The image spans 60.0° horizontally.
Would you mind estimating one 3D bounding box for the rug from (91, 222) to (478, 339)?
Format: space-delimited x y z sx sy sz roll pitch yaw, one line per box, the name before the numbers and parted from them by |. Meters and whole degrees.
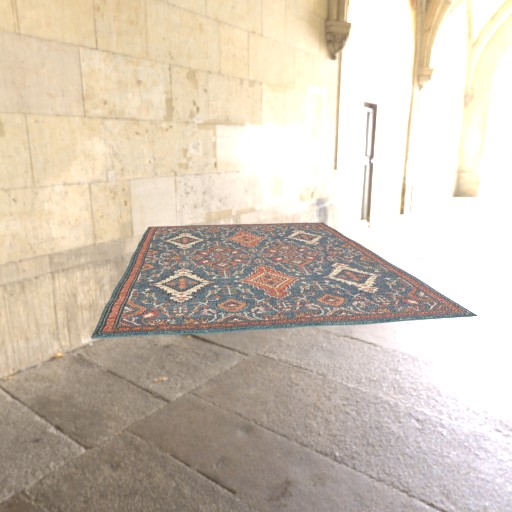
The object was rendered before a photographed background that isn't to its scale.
rug | 0.000 0.000 2.926 1.622 0.009 2.373 -2 14 -8
